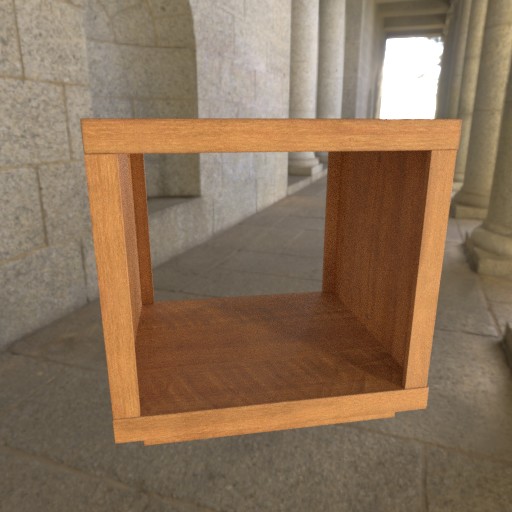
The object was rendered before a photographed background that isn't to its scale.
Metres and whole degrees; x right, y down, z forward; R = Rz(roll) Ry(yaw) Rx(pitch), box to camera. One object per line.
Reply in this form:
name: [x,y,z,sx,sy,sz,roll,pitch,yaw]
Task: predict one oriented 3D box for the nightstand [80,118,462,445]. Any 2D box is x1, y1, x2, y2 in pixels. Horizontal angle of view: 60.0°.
nightstand: [0.000,0.000,0.831,0.493,0.491,0.436,-3,17,-9]
